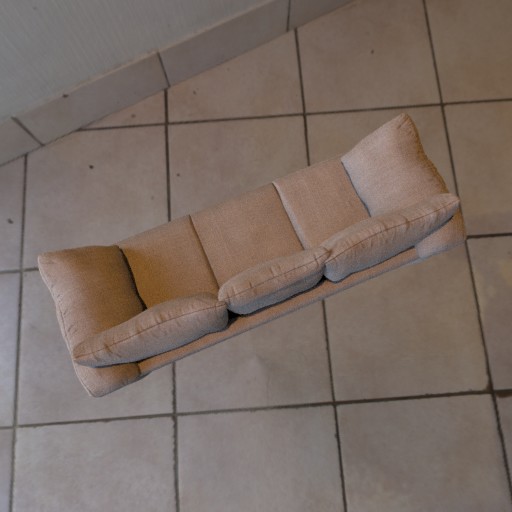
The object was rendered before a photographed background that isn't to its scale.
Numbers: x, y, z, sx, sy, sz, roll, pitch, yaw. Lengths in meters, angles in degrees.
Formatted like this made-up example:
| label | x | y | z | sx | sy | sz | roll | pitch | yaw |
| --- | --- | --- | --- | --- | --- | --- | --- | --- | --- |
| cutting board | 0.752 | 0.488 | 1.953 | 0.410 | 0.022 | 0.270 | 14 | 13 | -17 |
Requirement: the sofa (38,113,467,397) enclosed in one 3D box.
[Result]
| label | x | y | z | sx | sy | sz | roll | pitch | yaw |
| --- | --- | --- | --- | --- | --- | --- | --- | --- | --- |
| sofa | 0.000 | 0.000 | 2.756 | 2.334 | 0.996 | 0.878 | -22 | 78 | -5 |
